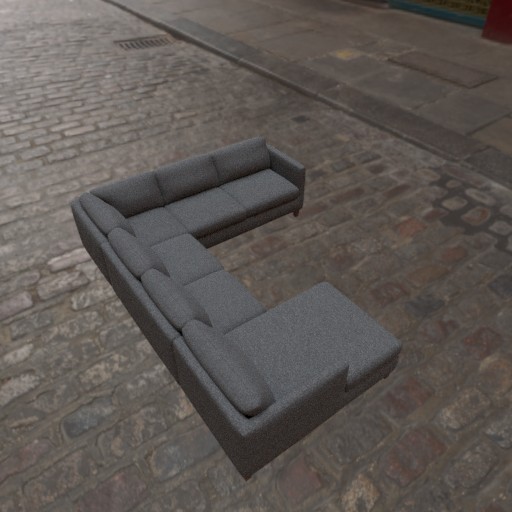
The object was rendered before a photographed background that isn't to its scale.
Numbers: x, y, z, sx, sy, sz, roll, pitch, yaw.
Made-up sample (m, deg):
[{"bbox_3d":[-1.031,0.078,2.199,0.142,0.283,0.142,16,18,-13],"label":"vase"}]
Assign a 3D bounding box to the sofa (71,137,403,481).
[{"bbox_3d":[0.000,0.000,4.381,2.551,0.853,3.238,-25,46,-27],"label":"sofa"}]
